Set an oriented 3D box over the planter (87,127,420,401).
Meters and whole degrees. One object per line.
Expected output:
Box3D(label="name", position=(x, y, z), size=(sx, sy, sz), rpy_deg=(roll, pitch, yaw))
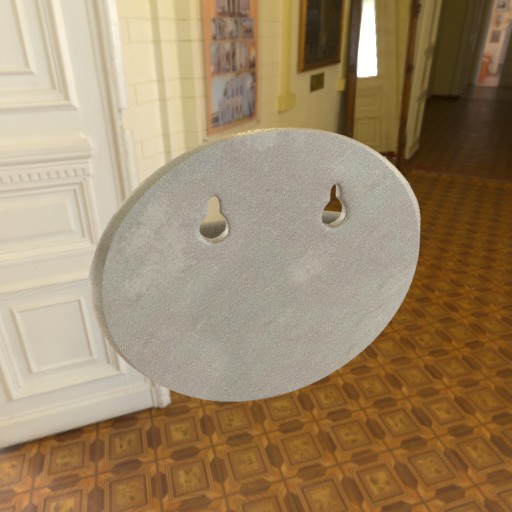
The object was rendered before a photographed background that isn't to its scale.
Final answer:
Box3D(label="planter", position=(0.000, 0.000, 0.269), size=(0.190, 0.164, 0.073), rpy_deg=(-8, 28, -15))
